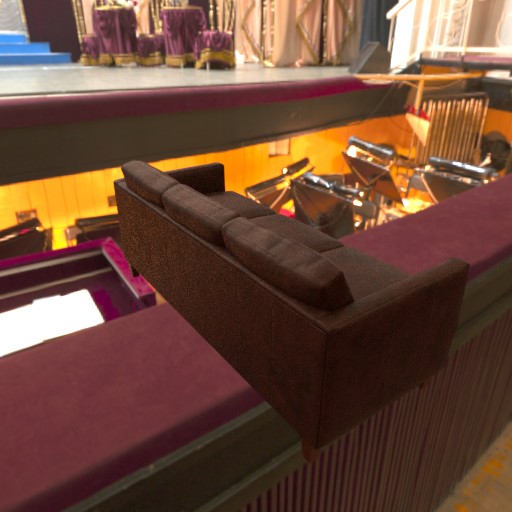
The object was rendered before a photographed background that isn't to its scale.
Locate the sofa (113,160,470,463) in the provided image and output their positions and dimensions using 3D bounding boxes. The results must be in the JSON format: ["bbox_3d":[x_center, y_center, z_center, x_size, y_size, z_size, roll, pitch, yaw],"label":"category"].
[{"bbox_3d":[0.000,0.000,2.991,1.045,1.006,2.464,-17,31,-31],"label":"sofa"}]
